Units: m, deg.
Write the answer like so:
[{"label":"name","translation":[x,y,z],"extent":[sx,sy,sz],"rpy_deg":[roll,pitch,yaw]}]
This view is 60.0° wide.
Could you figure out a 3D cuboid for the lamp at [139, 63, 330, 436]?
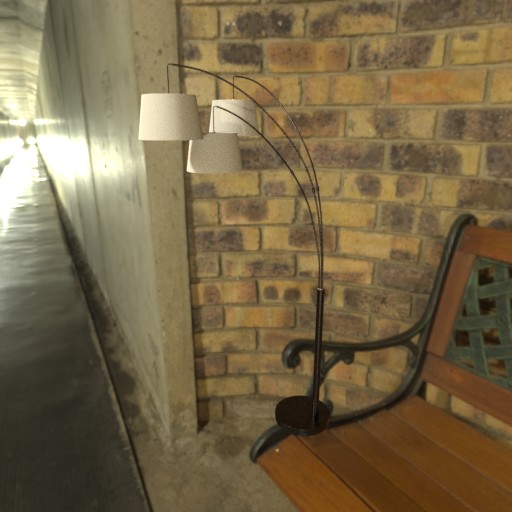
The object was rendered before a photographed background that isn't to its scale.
[{"label":"lamp","translation":[0.000,0.000,2.475],"extent":[0.924,1.950,0.951],"rpy_deg":[8,19,25]}]
